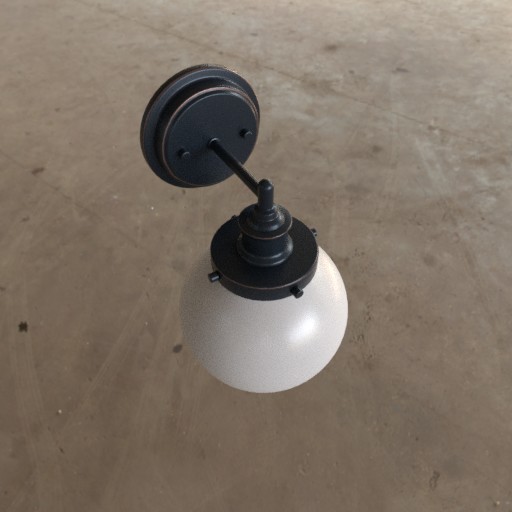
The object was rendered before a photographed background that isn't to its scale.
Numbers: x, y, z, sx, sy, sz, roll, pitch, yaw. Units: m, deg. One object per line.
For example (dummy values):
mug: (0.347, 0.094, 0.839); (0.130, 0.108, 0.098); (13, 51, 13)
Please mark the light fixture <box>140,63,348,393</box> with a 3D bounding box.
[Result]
light fixture: (0.000, 0.000, 0.483); (0.197, 0.332, 0.230); (-24, 51, -21)
